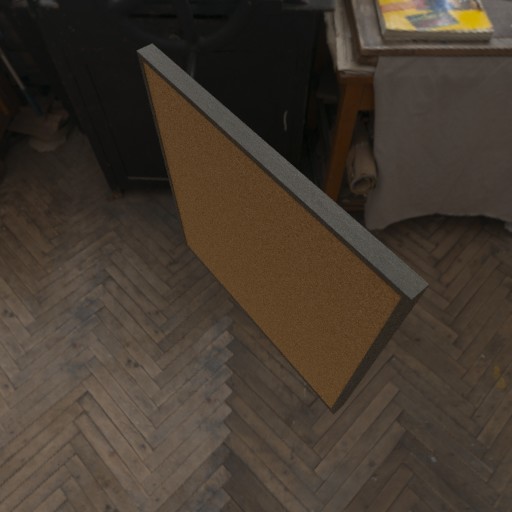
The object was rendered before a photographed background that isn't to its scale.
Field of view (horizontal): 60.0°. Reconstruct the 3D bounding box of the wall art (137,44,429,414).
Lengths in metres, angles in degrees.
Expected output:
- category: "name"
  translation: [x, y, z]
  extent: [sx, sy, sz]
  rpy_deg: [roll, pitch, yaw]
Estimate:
- category: "wall art"
  translation: [0.000, 0.000, 1.121]
  extent: [0.039, 0.758, 0.758]
  rpy_deg: [-35, 65, -19]
